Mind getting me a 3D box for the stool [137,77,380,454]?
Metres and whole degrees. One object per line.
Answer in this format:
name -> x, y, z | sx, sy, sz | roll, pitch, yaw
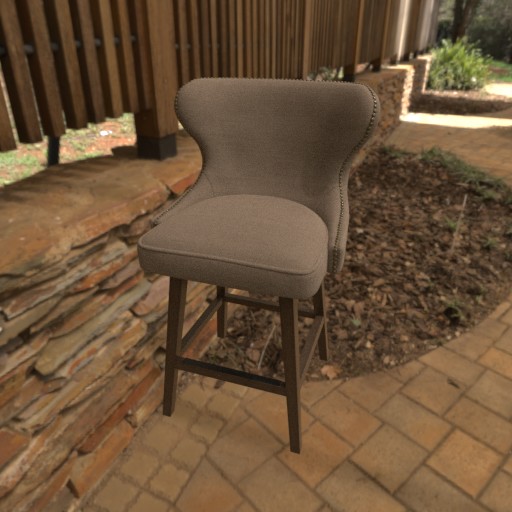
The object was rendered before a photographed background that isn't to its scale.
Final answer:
stool -> 0.000, 0.000, 1.359 | 0.615, 0.972, 0.597 | 9, 28, 17
